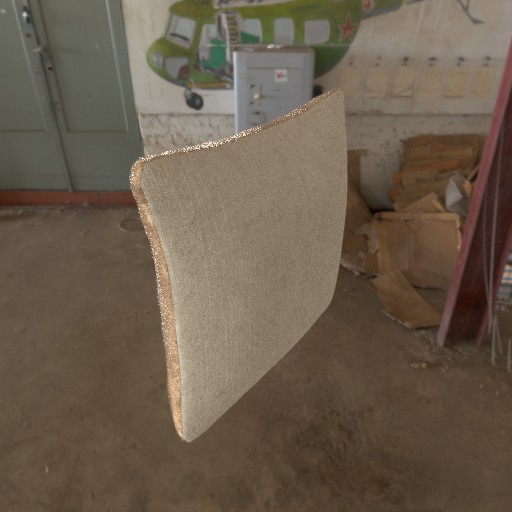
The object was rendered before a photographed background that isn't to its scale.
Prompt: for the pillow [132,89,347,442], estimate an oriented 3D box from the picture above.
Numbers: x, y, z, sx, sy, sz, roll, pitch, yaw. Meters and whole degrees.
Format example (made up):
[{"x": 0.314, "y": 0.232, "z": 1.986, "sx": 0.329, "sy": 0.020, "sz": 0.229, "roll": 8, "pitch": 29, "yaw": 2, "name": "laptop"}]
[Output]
[{"x": 0.000, "y": 0.000, "z": 0.816, "sx": 0.216, "sy": 0.525, "sz": 0.538, "roll": 20, "pitch": 36, "yaw": 30, "name": "pillow"}]
